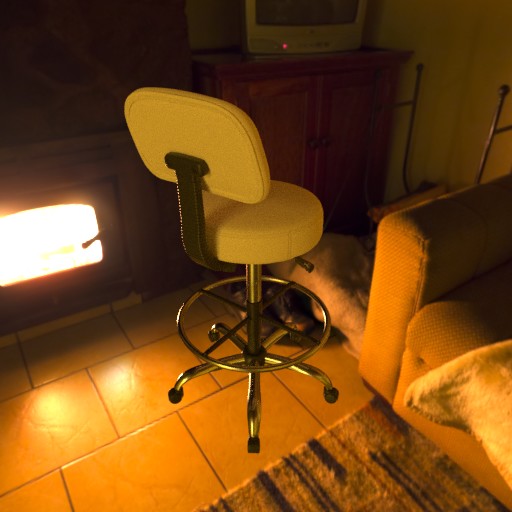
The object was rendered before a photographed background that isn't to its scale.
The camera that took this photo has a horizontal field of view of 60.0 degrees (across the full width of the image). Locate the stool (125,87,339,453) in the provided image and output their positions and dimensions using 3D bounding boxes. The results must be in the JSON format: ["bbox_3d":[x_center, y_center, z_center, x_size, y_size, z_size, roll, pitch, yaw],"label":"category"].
[{"bbox_3d":[0.000,0.000,1.415,0.609,1.080,0.616,20,35,31],"label":"stool"}]
